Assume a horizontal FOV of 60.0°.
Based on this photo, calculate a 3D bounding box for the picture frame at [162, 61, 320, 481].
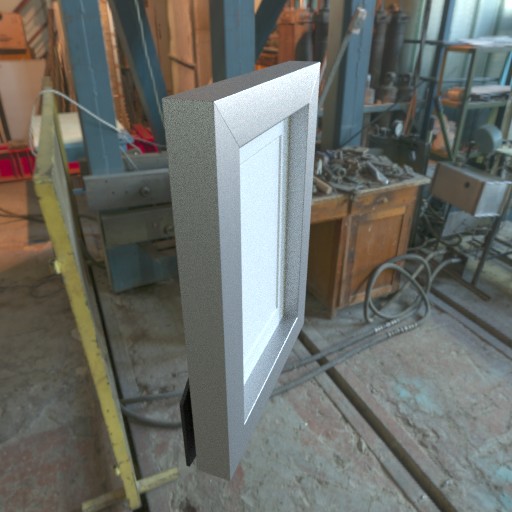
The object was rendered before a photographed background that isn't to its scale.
[{"bbox_3d":[0.000,0.000,0.272,0.028,0.208,0.157,10,30,18],"label":"picture frame"}]
